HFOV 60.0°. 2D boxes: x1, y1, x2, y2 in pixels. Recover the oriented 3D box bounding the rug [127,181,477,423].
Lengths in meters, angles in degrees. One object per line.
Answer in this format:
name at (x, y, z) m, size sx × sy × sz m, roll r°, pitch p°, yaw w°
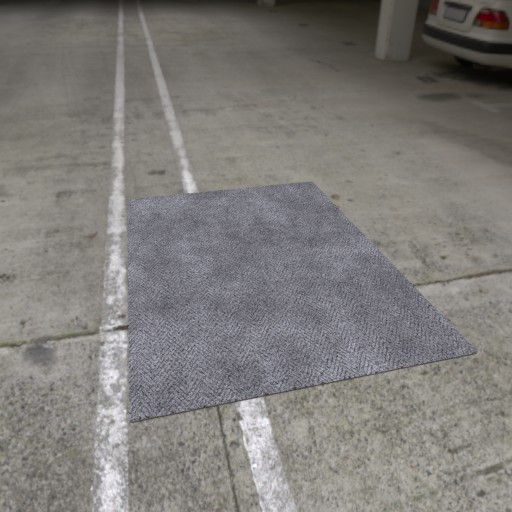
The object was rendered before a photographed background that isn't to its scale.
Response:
rug at (0.000, 0.000, 2.852) m, size 1.600 × 0.008 × 2.235 m, roll -7°, pitch 32°, yaw -12°
